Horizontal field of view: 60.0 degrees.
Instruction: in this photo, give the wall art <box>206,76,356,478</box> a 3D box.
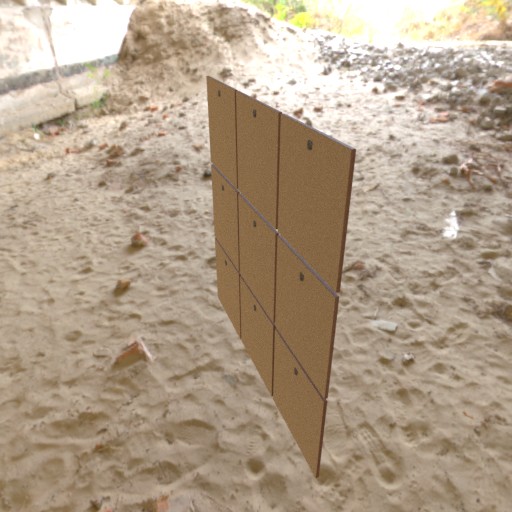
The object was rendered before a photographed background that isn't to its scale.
[{"bbox_3d":[0.000,0.000,1.808,0.019,1.218,1.221,-11,32,-18],"label":"wall art"}]
